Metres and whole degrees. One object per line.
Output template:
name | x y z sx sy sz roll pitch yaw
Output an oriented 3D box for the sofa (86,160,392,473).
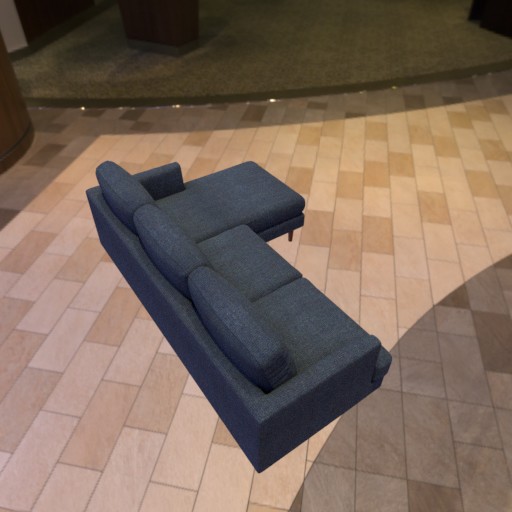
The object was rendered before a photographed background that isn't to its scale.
sofa | 0.000 0.000 3.015 1.504 0.956 2.233 -25 47 -26
